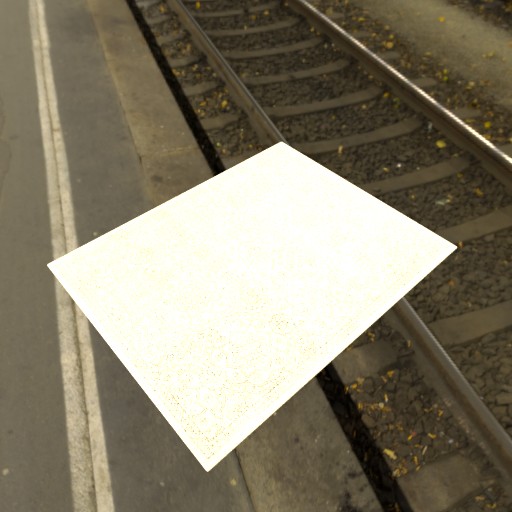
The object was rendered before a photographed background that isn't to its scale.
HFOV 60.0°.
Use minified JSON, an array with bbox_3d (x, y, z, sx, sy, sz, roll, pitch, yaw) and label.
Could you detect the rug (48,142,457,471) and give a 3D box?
[{"bbox_3d":[0.000,0.000,4.213,3.050,0.015,2.441,-34,56,-27],"label":"rug"}]
